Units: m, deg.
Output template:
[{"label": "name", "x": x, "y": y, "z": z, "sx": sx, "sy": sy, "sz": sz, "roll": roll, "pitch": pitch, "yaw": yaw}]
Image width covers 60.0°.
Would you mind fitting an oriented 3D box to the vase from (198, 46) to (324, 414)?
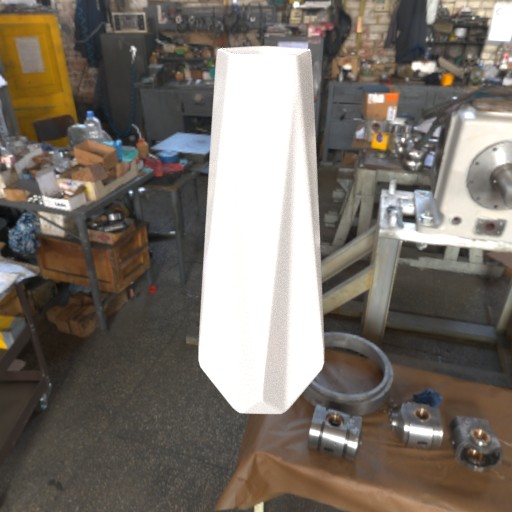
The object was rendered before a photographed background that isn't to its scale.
[{"label": "vase", "x": 0.000, "y": 0.000, "z": 0.390, "sx": 0.116, "sy": 0.329, "sz": 0.122, "roll": -8, "pitch": 31, "yaw": -14}]
